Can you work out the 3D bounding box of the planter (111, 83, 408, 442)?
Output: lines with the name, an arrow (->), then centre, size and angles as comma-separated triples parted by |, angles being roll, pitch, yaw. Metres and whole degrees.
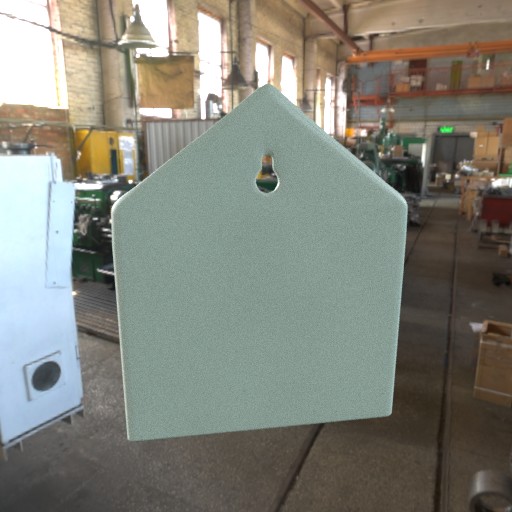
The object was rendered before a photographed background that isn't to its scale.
planter -> 0.000, 0.000, 0.283 | 0.164, 0.197, 0.079 | -2, 14, -9
